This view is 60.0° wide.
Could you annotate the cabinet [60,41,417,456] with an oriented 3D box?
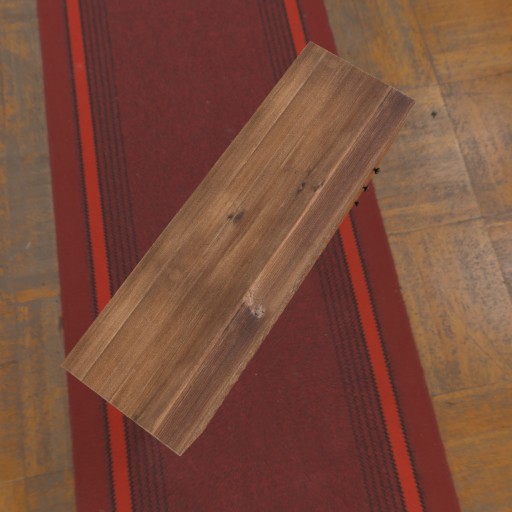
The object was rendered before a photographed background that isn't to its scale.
[{"bbox_3d":[0.000,0.000,1.831,0.472,0.800,1.400,33,78,8],"label":"cabinet"}]
